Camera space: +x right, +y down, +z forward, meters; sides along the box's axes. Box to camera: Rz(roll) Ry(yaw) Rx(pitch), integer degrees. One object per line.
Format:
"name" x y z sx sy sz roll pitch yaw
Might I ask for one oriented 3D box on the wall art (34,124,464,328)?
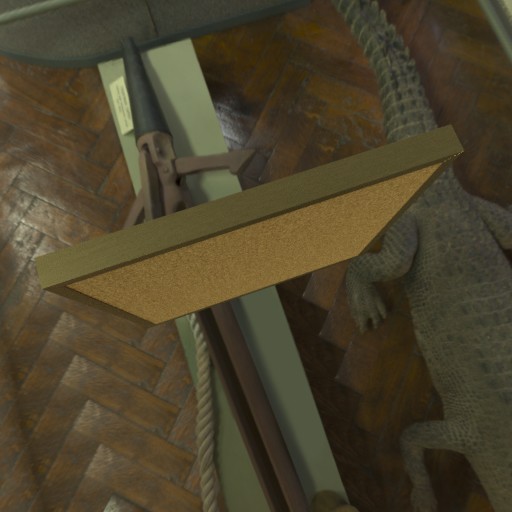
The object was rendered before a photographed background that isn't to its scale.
"wall art" 0.000 0.000 0.757 0.510 0.509 0.037 -18 77 -5
